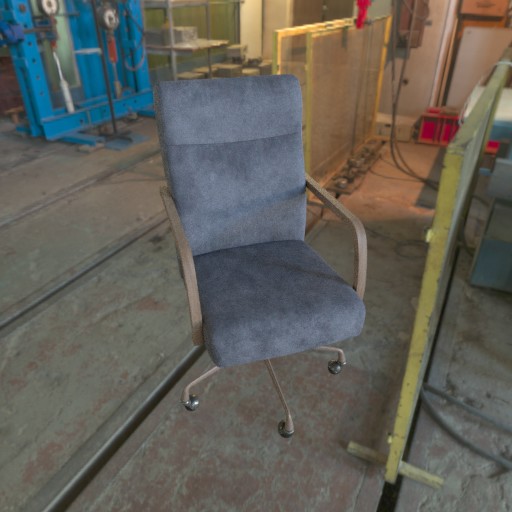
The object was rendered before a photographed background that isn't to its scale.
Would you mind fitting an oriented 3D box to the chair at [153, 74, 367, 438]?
[{"bbox_3d":[0.000,0.000,1.488,0.640,1.029,0.741,-10,33,-15],"label":"chair"}]
